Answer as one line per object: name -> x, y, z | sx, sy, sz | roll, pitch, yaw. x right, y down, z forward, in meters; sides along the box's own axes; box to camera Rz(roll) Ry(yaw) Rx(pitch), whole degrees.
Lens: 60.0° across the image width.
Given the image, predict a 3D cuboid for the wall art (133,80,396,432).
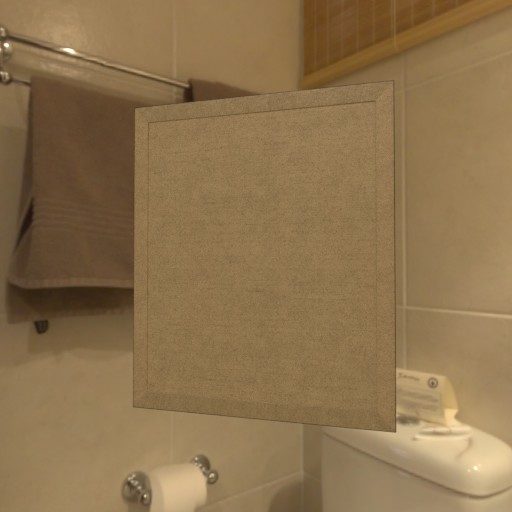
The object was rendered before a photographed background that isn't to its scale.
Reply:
wall art -> 0.000, 0.000, 0.636 | 0.381, 0.457, 0.023 | 0, -1, 16
